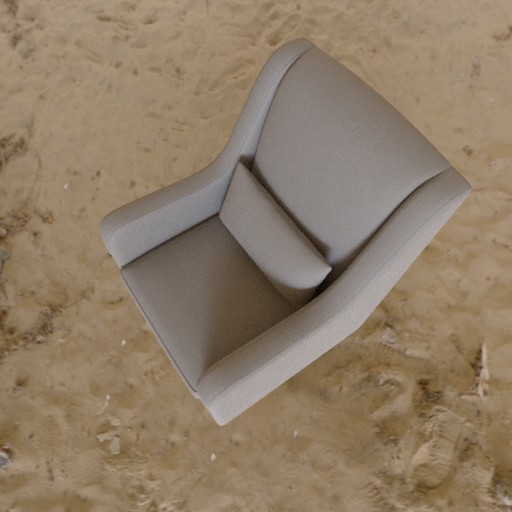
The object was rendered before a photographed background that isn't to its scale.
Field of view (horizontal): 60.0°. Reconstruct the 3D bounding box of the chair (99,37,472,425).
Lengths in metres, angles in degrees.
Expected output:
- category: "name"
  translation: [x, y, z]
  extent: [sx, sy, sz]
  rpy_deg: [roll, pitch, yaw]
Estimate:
- category: "chair"
  translation: [0.000, 0.000, 1.551]
  extent: [0.863, 1.010, 0.715]
  rpy_deg: [-32, 67, -15]
